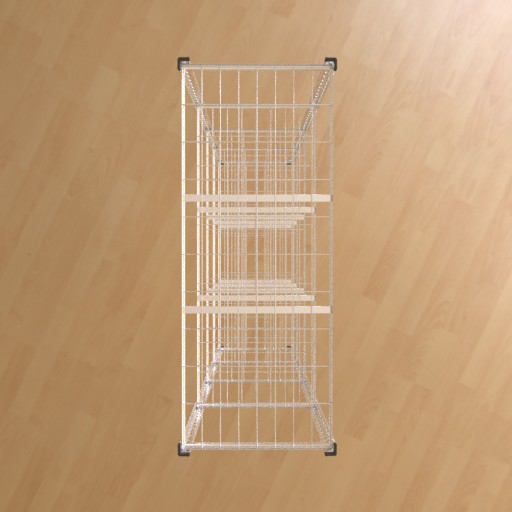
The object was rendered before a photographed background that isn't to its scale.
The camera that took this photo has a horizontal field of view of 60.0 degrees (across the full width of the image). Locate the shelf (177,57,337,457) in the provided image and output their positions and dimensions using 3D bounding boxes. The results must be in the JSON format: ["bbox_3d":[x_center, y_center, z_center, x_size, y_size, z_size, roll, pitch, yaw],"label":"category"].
[{"bbox_3d":[0.000,0.000,2.680,0.610,1.981,1.524,0,90,0],"label":"shelf"}]
